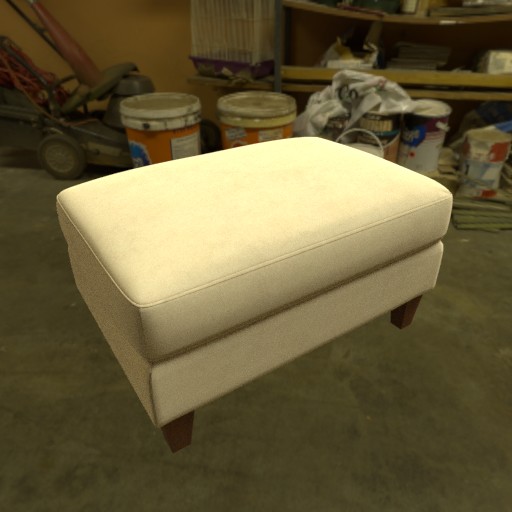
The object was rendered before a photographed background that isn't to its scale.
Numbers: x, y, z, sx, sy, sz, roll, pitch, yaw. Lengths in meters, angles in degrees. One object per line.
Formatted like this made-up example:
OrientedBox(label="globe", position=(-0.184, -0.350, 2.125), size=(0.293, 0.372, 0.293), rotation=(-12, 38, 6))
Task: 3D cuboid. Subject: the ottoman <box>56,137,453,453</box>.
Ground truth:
OrientedBox(label="ottoman", position=(0.000, 0.000, 1.195), size=(0.864, 0.483, 0.584), rotation=(-19, 36, -28))
